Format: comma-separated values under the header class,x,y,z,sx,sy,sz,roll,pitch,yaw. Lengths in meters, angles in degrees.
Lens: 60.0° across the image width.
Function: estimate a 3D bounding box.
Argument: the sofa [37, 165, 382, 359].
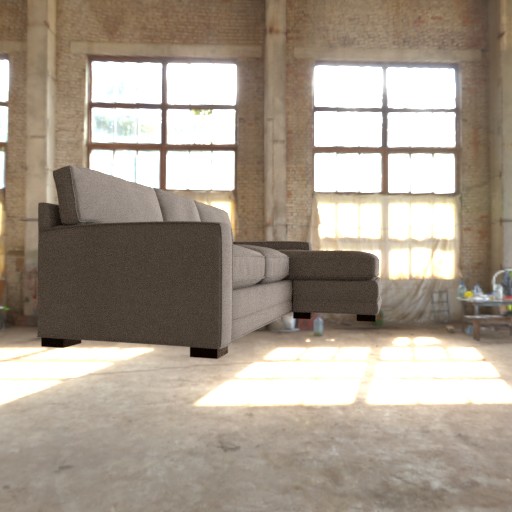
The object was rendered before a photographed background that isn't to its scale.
class,x,y,z,sx,sy,sz,roll,pitch,yaw
sofa,0.000,0.000,2.833,1.496,0.861,2.087,0,-1,17
